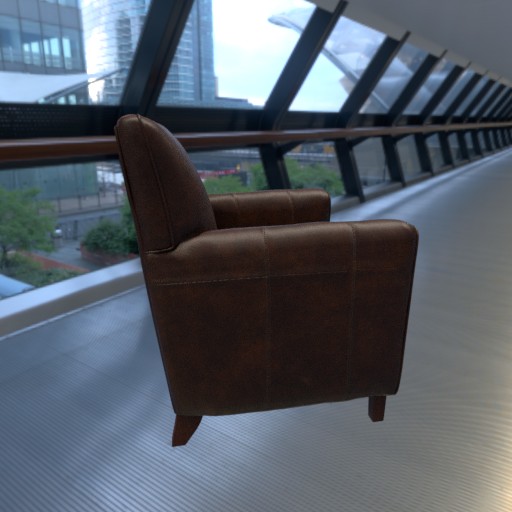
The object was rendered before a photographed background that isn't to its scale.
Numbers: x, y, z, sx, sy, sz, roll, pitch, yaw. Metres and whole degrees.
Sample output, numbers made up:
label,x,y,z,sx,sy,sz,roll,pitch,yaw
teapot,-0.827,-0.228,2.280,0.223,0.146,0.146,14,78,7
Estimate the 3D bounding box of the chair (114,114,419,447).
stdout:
label,x,y,z,sx,sy,sz,roll,pitch,yaw
chair,0.000,0.000,1.595,0.823,0.943,0.870,-3,16,-10
